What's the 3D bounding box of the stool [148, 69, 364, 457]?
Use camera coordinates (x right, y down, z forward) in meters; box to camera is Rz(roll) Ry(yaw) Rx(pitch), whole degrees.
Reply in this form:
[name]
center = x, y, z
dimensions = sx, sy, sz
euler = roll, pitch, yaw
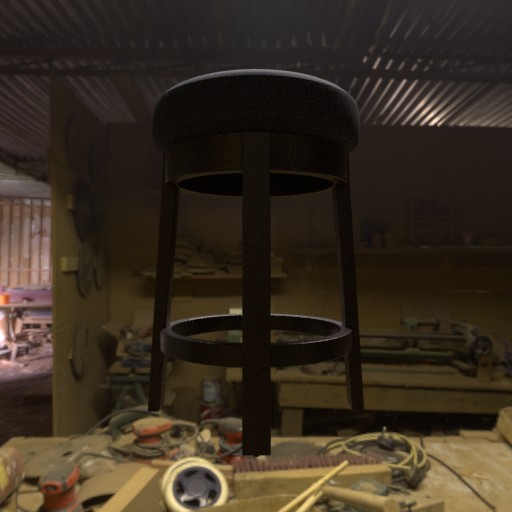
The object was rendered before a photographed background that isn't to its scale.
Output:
[stool]
center = 0.000, 0.000, 0.939
dimensions = 0.449, 0.655, 0.449
euler = 0, 0, 0
